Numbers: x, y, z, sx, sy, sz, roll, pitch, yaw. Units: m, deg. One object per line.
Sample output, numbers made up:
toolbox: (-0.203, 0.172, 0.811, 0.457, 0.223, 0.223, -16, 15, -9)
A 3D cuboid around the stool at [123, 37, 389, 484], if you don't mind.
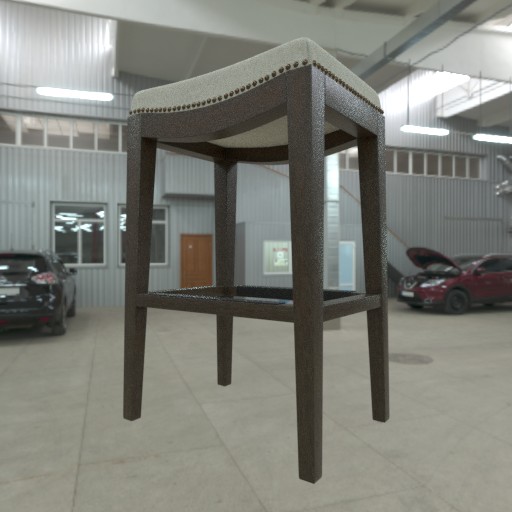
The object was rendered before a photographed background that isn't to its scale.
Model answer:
stool: (0.000, 0.000, 1.017, 0.498, 0.759, 0.358, 0, 0, 36)
